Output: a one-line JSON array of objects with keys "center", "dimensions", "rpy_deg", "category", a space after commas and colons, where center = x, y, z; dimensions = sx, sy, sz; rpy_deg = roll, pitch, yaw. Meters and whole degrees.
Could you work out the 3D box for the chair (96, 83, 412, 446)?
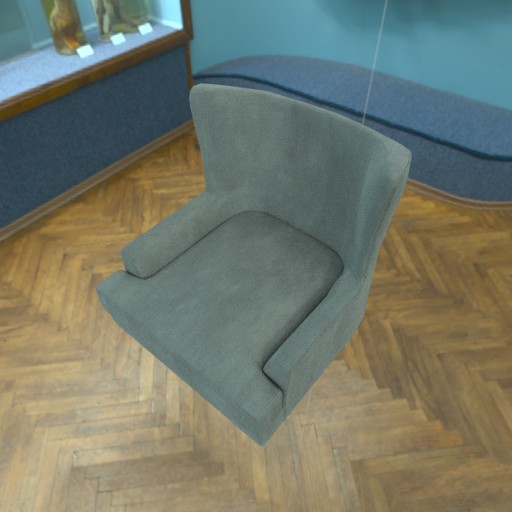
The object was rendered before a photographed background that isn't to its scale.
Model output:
[{"center": [0.000, 0.000, 1.605], "dimensions": [0.784, 0.950, 0.906], "rpy_deg": [31, 54, 26], "category": "chair"}]
